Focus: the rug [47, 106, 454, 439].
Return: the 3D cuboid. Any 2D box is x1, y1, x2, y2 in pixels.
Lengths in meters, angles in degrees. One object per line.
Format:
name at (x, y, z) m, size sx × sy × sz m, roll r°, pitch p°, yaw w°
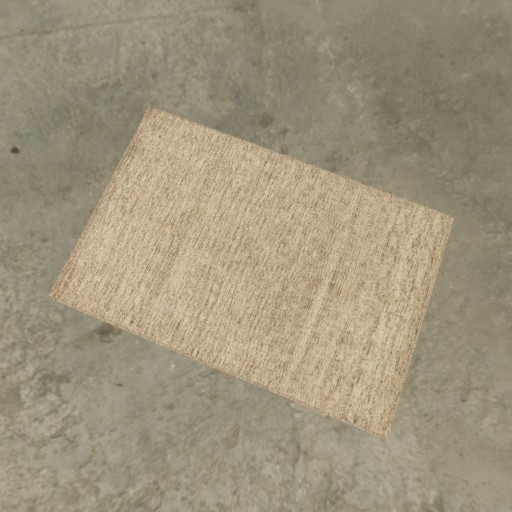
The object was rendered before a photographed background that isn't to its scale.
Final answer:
rug at (0.000, 0.000, 2.334) m, size 1.822 × 0.018 × 1.211 m, roll 21°, pitch 76°, yaw 6°
